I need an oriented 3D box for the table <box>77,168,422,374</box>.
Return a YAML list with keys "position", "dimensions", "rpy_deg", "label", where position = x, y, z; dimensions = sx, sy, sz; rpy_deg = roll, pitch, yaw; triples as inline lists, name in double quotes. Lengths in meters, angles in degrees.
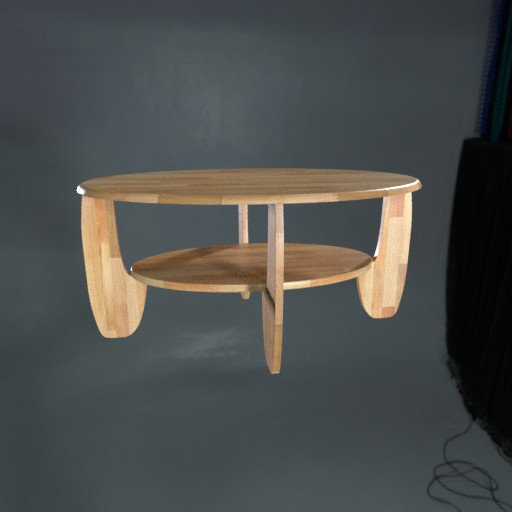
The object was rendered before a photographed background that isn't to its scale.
- position: [0.000, 0.000, 1.417]
  dimensions: [1.040, 0.490, 0.690]
  rpy_deg: [-3, 17, -9]
  label: "table"
